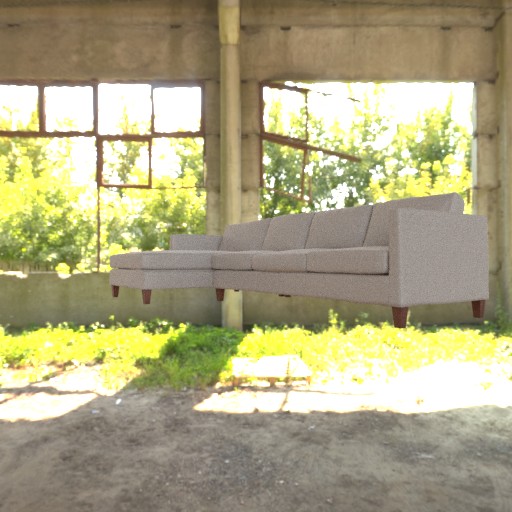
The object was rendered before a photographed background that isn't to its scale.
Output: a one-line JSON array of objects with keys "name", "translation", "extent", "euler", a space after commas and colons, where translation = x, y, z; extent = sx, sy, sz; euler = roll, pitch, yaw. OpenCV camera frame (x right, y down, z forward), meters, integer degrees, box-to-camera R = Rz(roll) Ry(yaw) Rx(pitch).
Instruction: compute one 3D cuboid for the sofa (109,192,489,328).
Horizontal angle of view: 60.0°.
[{"name": "sofa", "translation": [0.000, 0.000, 3.823], "extent": [1.625, 0.846, 3.186], "euler": [0, -1, -34]}]
